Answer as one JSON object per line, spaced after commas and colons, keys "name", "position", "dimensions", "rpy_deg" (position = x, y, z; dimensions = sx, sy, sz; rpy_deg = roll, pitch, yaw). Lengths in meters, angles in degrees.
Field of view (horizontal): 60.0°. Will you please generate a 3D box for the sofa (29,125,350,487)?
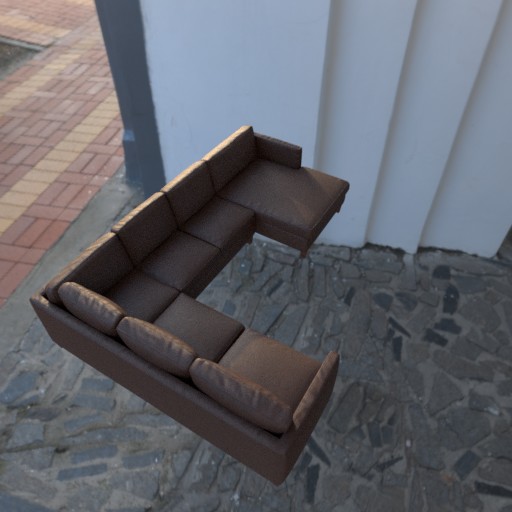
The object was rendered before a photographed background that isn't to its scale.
{"name": "sofa", "position": [0.000, 0.000, 4.582], "dimensions": [2.593, 0.923, 3.460], "rpy_deg": [23, 50, 22]}
